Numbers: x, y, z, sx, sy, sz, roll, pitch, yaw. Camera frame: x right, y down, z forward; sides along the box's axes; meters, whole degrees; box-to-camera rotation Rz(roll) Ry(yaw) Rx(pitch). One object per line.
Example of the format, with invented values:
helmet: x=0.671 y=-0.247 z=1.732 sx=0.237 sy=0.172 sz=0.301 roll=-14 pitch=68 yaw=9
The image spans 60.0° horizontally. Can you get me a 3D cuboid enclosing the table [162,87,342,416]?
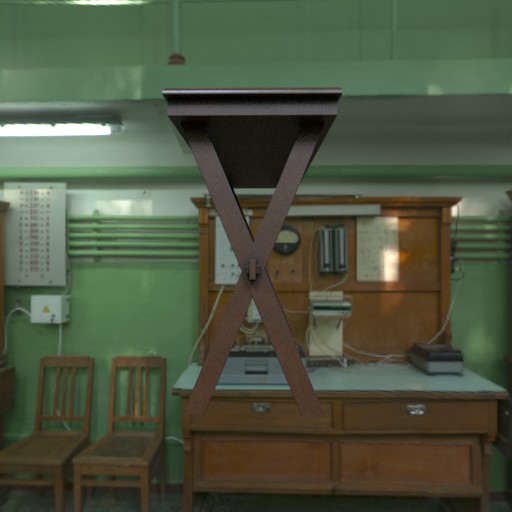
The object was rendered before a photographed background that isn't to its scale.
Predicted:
table: x=0.000 y=0.000 z=1.583 sx=0.399 sy=0.763 sz=1.197 roll=0 pitch=0 yaw=1
